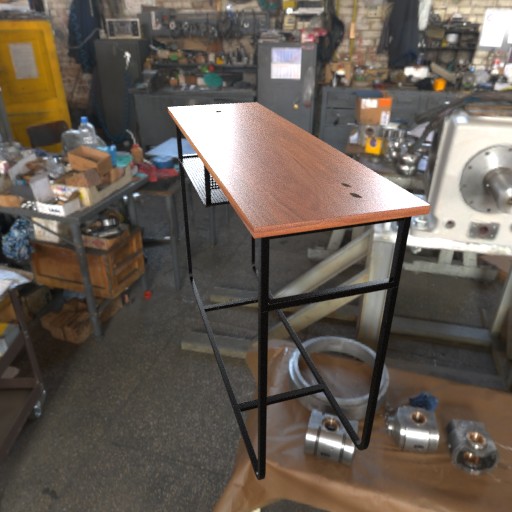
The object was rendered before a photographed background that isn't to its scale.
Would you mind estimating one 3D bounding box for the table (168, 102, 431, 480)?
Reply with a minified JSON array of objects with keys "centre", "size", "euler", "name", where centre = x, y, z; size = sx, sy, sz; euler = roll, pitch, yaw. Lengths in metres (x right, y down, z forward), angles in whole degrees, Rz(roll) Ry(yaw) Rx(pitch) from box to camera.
[{"centre":[0.000,0.000,1.434],"size":[0.350,0.750,1.100],"euler":[-9,30,-15],"name":"table"}]
